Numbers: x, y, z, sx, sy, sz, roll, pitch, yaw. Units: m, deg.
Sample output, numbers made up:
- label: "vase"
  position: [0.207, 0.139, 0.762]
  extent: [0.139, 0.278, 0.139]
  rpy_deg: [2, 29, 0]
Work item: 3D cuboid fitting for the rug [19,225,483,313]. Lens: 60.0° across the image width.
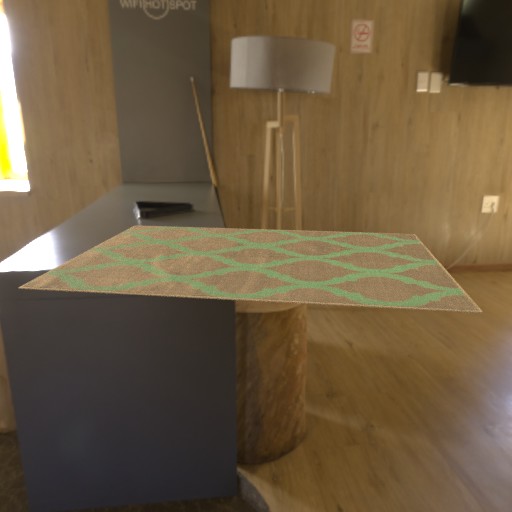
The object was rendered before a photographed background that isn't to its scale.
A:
- label: "rug"
  position: [0.000, 0.000, 2.881]
  extent: [2.286, 0.006, 1.524]
  rpy_deg: [2, 16, 8]
